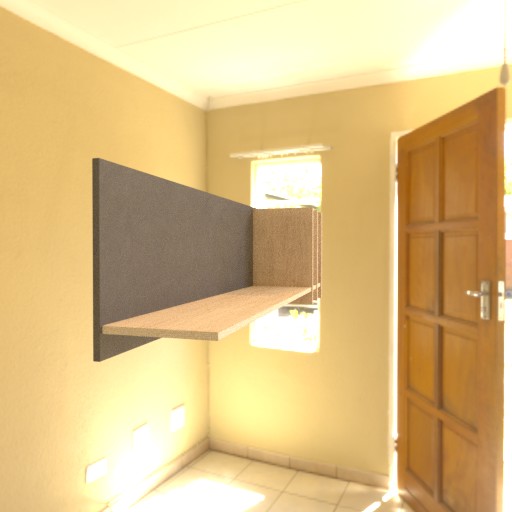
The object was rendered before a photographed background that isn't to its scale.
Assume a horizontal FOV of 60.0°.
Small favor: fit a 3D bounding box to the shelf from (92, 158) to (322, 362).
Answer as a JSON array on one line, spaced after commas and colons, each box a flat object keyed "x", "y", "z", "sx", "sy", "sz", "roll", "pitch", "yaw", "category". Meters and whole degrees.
[{"x": 0.000, "y": 0.000, "z": 1.114, "sx": 0.200, "sy": 0.300, "sz": 1.020, "roll": 0, "pitch": 1, "yaw": 17, "category": "shelf"}]
